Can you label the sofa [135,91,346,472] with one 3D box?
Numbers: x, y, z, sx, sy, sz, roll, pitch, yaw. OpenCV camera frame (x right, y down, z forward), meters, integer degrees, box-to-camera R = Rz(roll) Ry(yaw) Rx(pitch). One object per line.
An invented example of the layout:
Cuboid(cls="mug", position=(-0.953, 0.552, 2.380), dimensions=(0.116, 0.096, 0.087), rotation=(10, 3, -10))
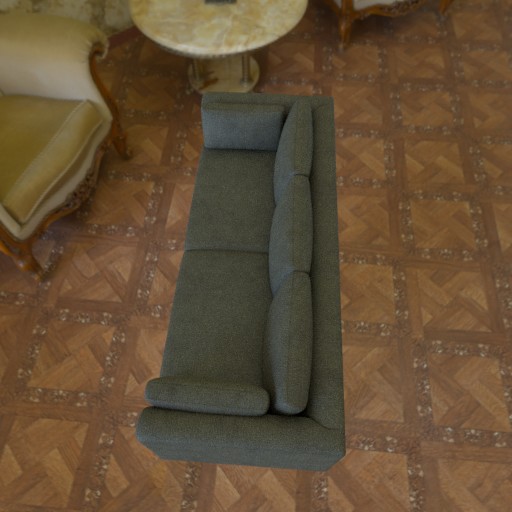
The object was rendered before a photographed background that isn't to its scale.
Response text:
Cuboid(cls="sofa", position=(0.000, 0.000, 2.878), dimensions=(0.969, 0.867, 2.415), rotation=(3, 58, 2))
